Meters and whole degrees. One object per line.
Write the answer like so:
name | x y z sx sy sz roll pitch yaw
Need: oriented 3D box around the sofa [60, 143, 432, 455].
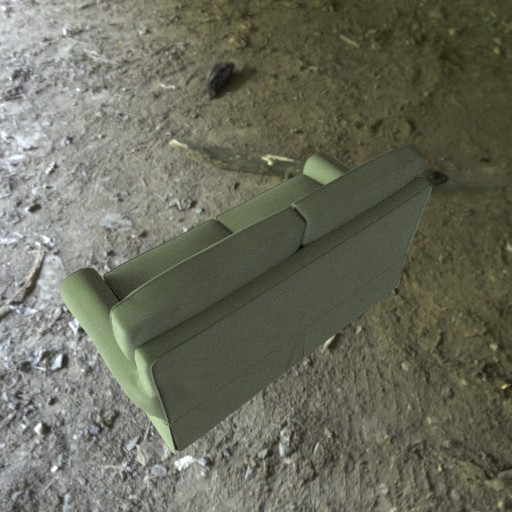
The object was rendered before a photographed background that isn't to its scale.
sofa | 0.000 0.000 2.344 1.823 1.024 0.841 -30 53 -26
